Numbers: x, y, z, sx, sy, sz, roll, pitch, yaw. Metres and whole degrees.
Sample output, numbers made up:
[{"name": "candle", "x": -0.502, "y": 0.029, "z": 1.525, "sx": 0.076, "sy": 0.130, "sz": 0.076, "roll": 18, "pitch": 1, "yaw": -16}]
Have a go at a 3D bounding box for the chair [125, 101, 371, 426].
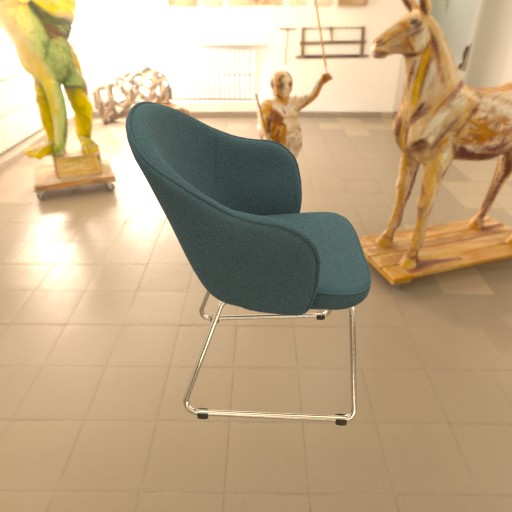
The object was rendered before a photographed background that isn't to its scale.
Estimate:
[{"name": "chair", "x": 0.000, "y": 0.000, "z": 1.241, "sx": 0.585, "sy": 0.815, "sz": 0.570, "roll": 0, "pitch": 31, "yaw": 0}]
